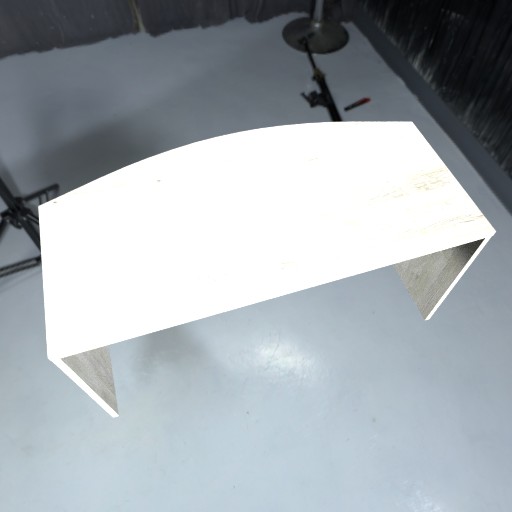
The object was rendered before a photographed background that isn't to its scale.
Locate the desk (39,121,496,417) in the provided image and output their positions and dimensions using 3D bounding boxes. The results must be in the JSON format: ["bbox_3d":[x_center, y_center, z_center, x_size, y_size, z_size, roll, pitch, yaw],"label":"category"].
[{"bbox_3d":[0.000,0.000,2.022,1.600,0.752,0.802,-15,58,-10],"label":"desk"}]
